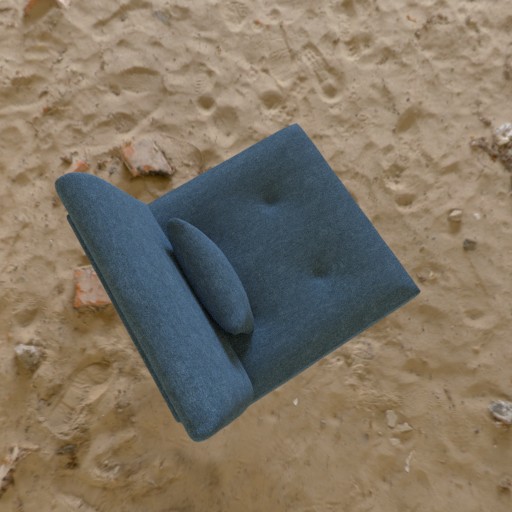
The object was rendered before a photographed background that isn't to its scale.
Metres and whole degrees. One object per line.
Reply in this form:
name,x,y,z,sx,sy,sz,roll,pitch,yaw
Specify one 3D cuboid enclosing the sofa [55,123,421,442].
sofa,0.000,0.000,1.709,1.000,0.820,0.930,-31,77,-8
